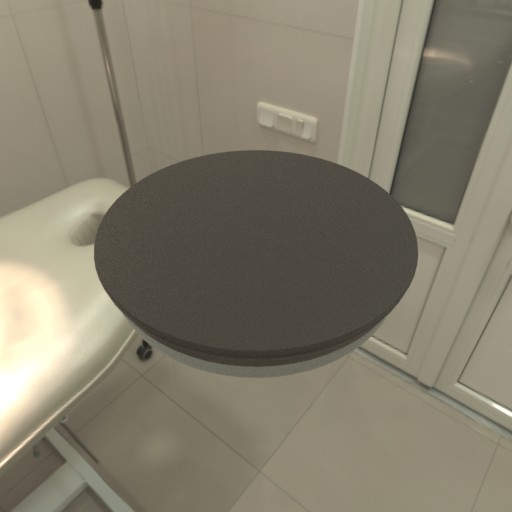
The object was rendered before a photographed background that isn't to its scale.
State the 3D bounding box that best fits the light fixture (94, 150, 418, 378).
[{"bbox_3d":[0.000,0.000,0.552,0.368,0.100,0.368,0,41,0],"label":"light fixture"}]
